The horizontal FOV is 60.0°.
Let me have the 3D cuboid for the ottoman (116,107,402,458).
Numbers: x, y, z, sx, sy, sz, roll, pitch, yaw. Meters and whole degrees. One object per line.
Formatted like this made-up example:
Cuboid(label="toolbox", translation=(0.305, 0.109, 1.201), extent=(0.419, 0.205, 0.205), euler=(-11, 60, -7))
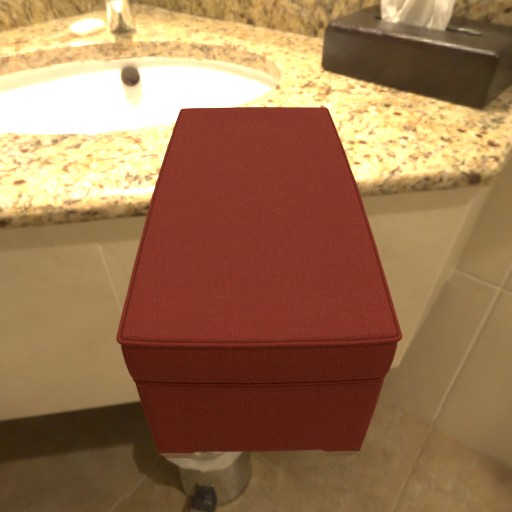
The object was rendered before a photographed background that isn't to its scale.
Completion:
Cuboid(label="ottoman", translation=(0.000, 0.000, 1.210), extent=(0.497, 0.454, 0.948), euler=(0, 41, -1))
